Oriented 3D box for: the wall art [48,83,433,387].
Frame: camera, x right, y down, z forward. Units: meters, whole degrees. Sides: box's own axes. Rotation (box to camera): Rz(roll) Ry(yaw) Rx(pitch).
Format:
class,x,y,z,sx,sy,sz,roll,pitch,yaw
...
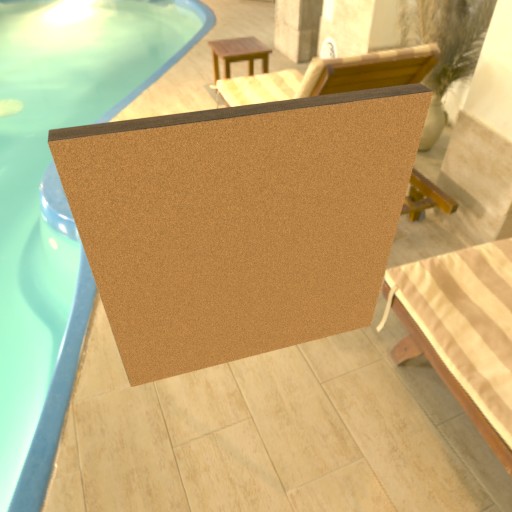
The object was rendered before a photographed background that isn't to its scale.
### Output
class,x,y,z,sx,sy,sz,roll,pitch,yaw
wall art,0.000,0.000,1.094,0.749,0.751,0.050,-12,43,-13
